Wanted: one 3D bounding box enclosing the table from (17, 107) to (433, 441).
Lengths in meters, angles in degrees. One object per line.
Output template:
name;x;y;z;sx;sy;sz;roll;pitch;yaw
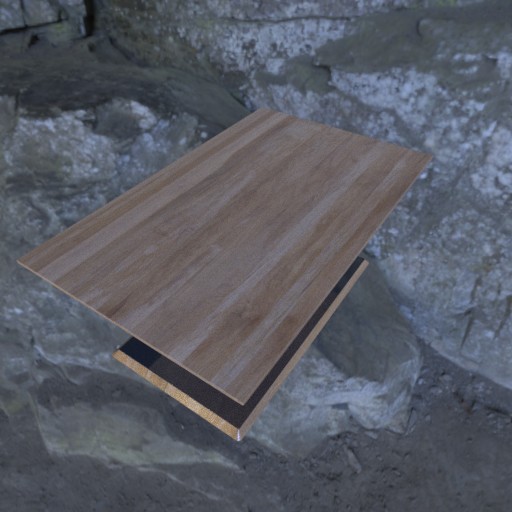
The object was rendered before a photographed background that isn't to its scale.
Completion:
table;0.000;0.000;1.440;0.692;0.441;1.100;24;47;25
